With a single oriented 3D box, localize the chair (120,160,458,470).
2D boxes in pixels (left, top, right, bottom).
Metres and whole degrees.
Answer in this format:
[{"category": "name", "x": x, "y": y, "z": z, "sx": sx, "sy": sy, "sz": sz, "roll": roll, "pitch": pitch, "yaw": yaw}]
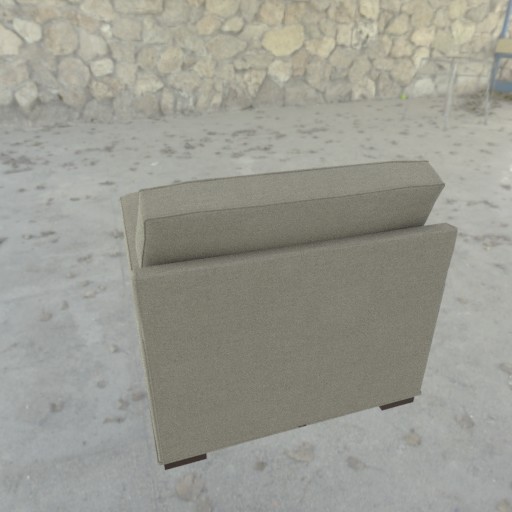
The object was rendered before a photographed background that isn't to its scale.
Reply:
[{"category": "chair", "x": 0.000, "y": 0.000, "z": 1.794, "sx": 0.999, "sy": 0.934, "sz": 1.044, "roll": -9, "pitch": 29, "yaw": -16}]
